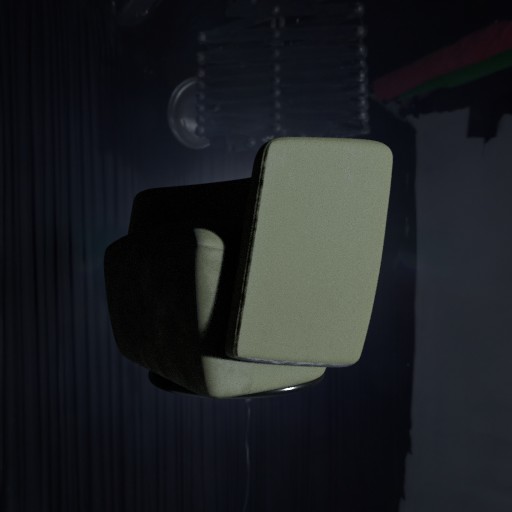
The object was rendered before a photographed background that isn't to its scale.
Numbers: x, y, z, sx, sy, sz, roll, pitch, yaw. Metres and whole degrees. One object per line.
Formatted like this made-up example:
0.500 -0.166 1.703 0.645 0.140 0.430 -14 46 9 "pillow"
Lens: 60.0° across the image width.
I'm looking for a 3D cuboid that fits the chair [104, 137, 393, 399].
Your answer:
0.000 0.000 1.345 0.767 0.698 0.773 1 -2 -35 "chair"
